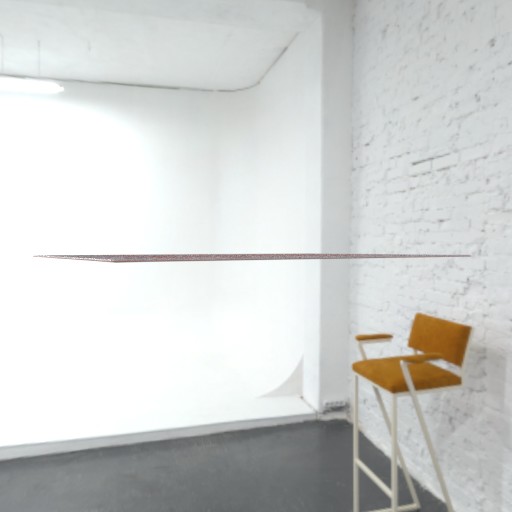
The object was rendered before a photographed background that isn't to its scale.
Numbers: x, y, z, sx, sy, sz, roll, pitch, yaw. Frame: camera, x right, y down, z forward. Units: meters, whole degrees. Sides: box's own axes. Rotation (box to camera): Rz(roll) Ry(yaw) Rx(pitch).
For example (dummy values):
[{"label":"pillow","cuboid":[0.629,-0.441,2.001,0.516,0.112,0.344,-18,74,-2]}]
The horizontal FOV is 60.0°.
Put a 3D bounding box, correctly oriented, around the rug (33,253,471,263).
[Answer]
[{"label":"rug","cuboid":[0.000,0.000,2.215,1.829,0.009,1.219,-1,1,-36]}]
